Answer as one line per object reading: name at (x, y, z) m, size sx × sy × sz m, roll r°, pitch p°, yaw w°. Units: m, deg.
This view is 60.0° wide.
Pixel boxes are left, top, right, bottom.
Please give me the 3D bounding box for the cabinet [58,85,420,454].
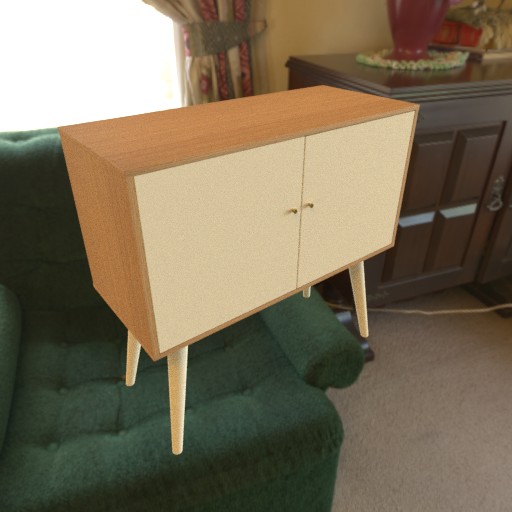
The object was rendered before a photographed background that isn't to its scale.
cabinet at (0.000, 0.000, 1.632) m, size 1.057 × 1.016 × 0.470 m, roll -22°, pitch 37°, yaw -32°
